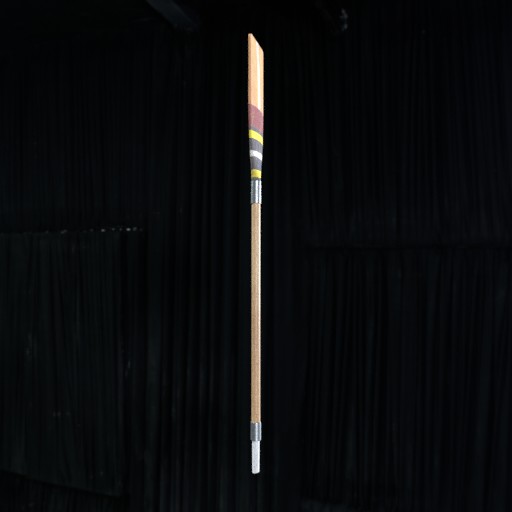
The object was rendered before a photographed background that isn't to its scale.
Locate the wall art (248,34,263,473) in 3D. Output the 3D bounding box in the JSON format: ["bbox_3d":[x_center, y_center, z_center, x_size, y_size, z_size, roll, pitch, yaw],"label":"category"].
[{"bbox_3d":[0.000,0.000,1.607,0.038,1.556,0.146,0,-1,18],"label":"wall art"}]
